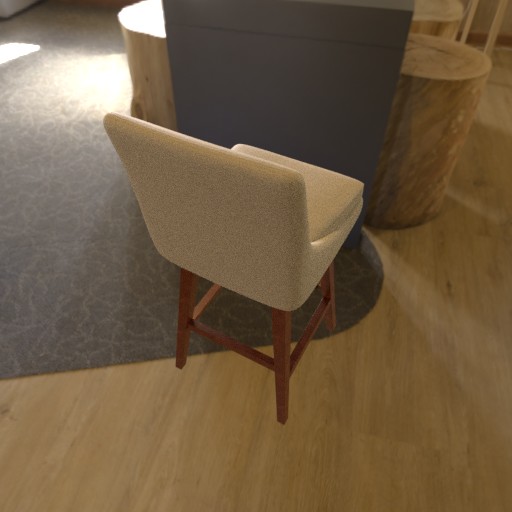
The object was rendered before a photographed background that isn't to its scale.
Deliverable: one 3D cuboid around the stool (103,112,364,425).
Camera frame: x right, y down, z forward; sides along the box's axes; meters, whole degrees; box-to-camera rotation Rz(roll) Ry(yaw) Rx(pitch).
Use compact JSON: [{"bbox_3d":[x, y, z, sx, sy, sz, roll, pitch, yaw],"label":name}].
[{"bbox_3d":[0.000,0.000,1.365,0.470,1.092,0.559,22,51,19],"label":"stool"}]
